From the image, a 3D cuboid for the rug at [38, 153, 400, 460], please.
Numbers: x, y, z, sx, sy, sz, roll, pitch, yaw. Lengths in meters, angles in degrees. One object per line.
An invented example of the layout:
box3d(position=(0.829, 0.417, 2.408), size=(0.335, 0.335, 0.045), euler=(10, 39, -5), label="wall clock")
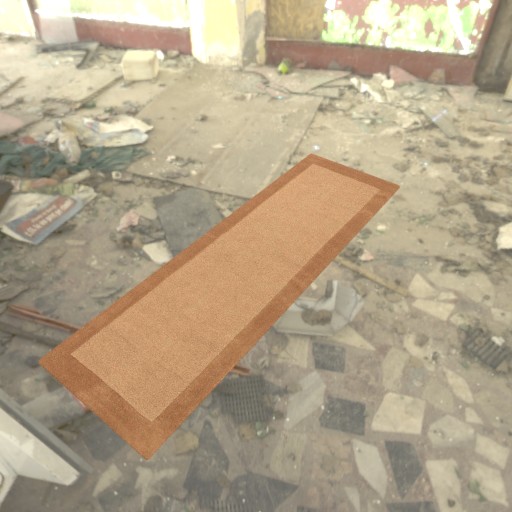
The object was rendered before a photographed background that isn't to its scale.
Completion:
box3d(position=(0.000, 0.000, 2.651), size=(0.764, 0.017, 2.439), euler=(27, 49, 26), label="rug")
